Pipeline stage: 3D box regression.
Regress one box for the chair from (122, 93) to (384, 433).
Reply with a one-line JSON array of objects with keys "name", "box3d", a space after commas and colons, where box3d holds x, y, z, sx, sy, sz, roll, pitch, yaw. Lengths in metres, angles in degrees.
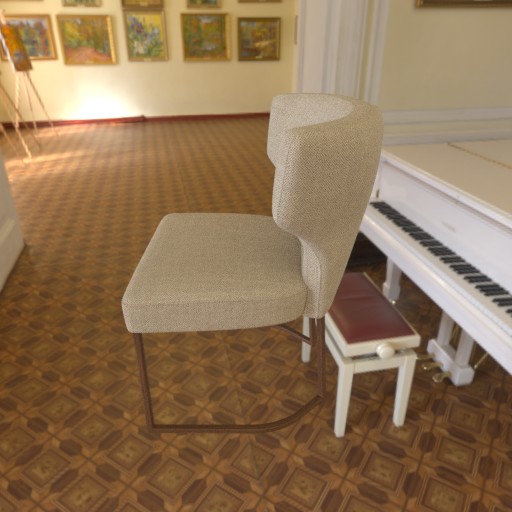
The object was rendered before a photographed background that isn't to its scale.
[{"name": "chair", "box3d": [0.000, 0.000, 1.249, 0.617, 0.824, 0.611, 0, 27, 0]}]
